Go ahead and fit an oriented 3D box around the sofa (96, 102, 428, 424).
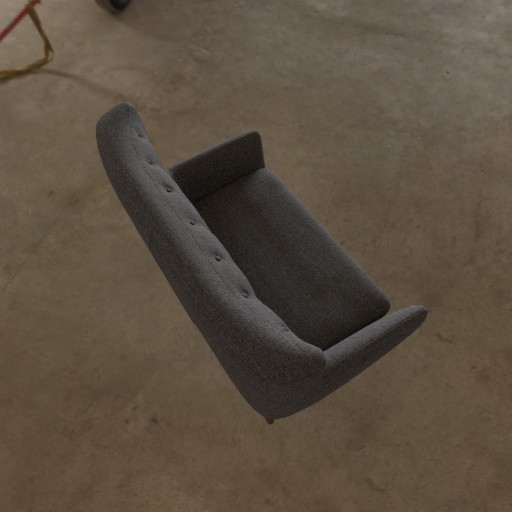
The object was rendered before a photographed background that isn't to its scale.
[{"bbox_3d":[0.000,0.000,2.019,0.874,1.028,1.358,-29,62,-17],"label":"sofa"}]
